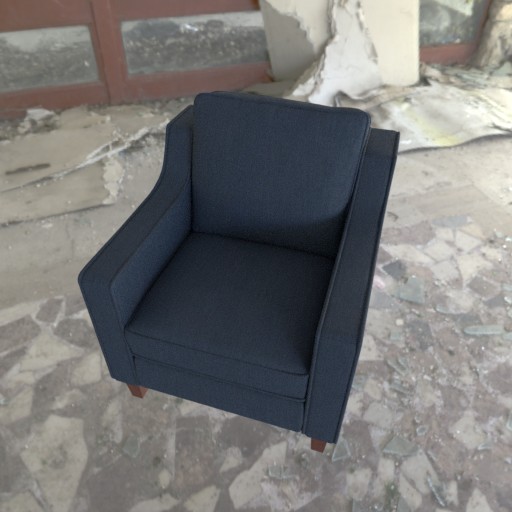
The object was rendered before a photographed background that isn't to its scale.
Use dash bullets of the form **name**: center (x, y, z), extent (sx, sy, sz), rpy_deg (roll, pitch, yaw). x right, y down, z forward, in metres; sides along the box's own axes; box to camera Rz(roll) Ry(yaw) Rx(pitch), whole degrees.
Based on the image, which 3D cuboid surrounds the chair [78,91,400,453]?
- **chair**: center (0.000, 0.000, 1.617), extent (0.831, 0.960, 0.909), rpy_deg (12, 42, 13)
